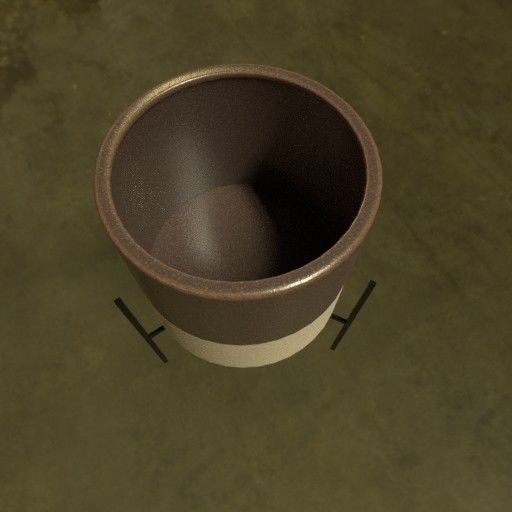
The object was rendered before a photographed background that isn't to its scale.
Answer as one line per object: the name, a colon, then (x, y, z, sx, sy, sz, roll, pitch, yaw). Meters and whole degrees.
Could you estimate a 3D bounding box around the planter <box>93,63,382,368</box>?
planter: (0.000, 0.000, 0.516, 0.260, 0.353, 0.250, 17, 65, 8)
